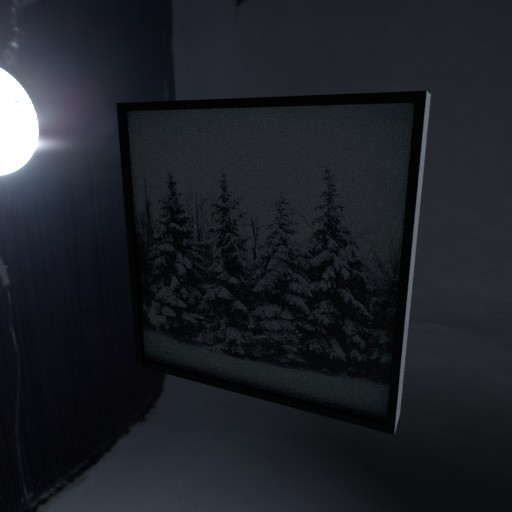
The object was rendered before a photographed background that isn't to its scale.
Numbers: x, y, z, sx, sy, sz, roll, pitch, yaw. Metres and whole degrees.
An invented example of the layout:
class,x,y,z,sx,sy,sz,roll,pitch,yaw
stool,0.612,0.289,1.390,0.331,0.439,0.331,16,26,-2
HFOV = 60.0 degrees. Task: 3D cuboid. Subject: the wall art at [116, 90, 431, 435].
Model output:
class,x,y,z,sx,sy,sz,roll,pitch,yaw
wall art,0.000,0.000,0.456,0.305,0.305,0.037,7,17,24
